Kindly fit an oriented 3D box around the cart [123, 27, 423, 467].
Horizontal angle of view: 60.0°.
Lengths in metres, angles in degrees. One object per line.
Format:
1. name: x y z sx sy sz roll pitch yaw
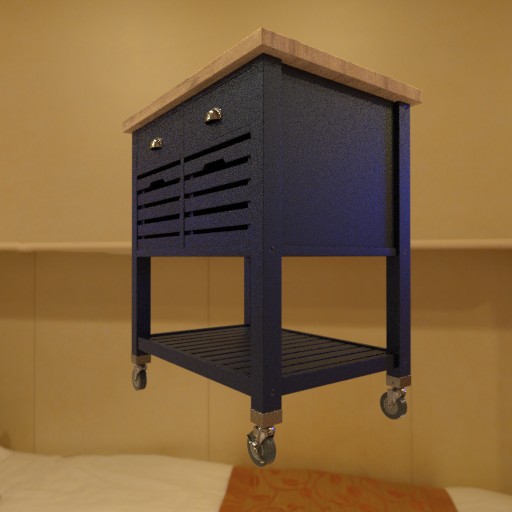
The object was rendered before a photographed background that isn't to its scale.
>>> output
1. cart: 0.000 0.000 1.382 0.567 0.920 0.797 0 0 -37
